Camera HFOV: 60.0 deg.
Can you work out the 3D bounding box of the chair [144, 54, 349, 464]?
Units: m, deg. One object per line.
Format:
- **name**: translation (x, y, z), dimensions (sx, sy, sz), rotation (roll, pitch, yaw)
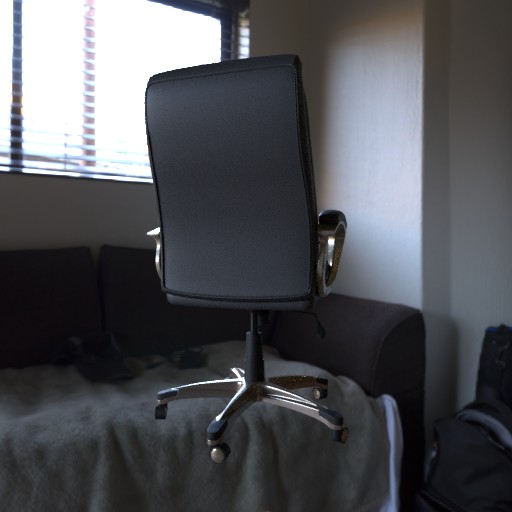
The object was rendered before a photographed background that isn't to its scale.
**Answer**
- **chair**: translation (0.000, 0.000, 1.621), dimensions (0.694, 1.188, 0.748), rotation (0, 2, 18)
